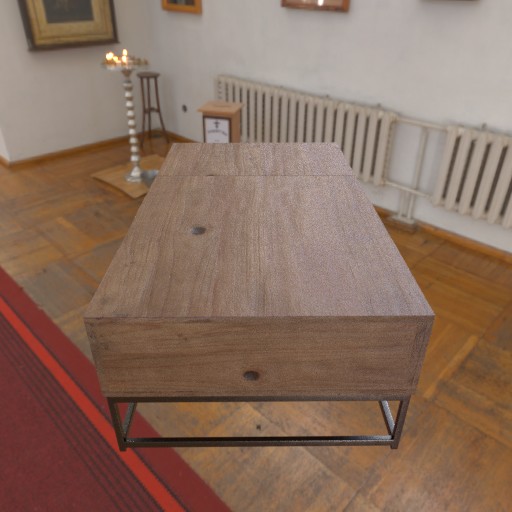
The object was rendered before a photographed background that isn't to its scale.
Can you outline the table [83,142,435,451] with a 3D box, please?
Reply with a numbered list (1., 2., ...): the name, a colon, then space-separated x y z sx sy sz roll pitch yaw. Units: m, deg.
1. table: 0.000 0.000 1.389 0.655 0.395 1.101 0 31 -1
